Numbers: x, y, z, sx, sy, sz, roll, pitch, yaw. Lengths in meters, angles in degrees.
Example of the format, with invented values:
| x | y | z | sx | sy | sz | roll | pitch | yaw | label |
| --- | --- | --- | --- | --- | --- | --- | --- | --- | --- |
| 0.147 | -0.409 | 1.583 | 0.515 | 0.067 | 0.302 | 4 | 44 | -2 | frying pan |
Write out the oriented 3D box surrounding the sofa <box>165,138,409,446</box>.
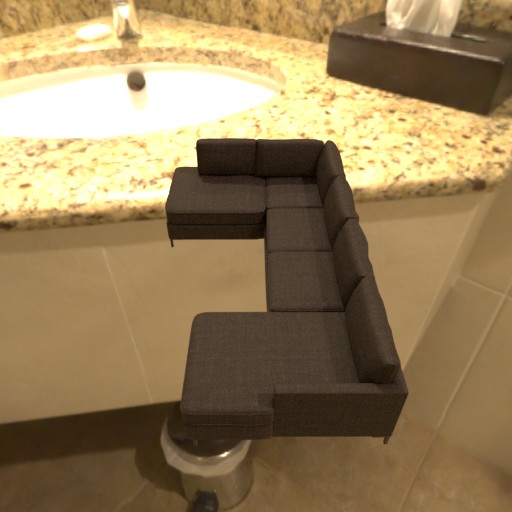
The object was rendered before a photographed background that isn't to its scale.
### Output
| x | y | z | sx | sy | sz | roll | pitch | yaw | label |
| --- | --- | --- | --- | --- | --- | --- | --- | --- | --- |
| 0.000 | 0.000 | 4.382 | 2.048 | 0.999 | 3.423 | 0 | 41 | 0 | sofa |
